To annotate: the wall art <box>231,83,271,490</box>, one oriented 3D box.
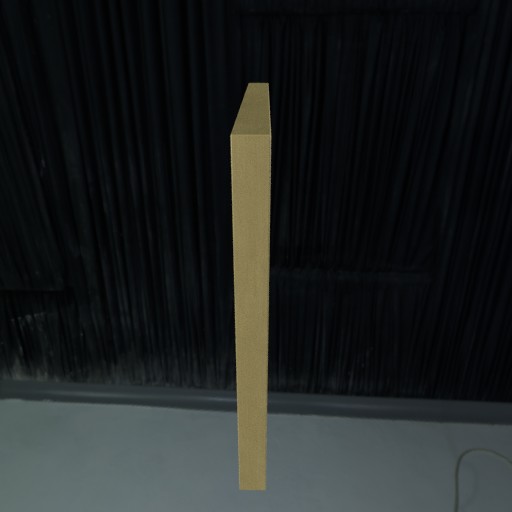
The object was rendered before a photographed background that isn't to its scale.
[{"bbox_3d":[0.000,0.000,0.758,0.038,0.508,0.508,0,26,1],"label":"wall art"}]
